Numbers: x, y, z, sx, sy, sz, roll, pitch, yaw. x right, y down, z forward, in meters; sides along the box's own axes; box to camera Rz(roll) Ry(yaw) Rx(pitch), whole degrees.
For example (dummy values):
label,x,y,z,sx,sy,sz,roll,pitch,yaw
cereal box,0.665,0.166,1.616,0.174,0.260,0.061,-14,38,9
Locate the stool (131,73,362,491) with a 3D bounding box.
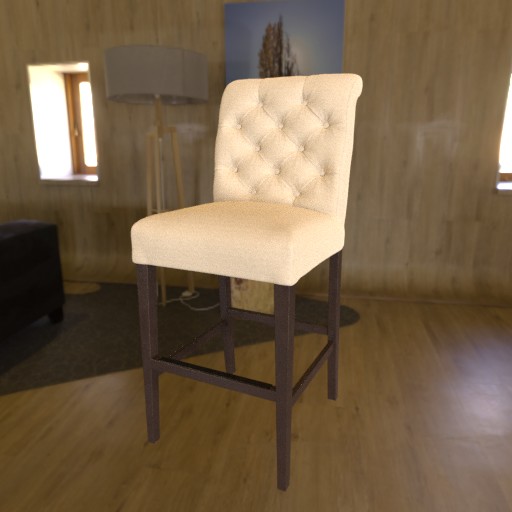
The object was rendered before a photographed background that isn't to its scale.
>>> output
label,x,y,z,sx,sy,sz,roll,pitch,yaw
stool,0.000,0.000,1.390,0.482,1.118,0.610,7,16,25
